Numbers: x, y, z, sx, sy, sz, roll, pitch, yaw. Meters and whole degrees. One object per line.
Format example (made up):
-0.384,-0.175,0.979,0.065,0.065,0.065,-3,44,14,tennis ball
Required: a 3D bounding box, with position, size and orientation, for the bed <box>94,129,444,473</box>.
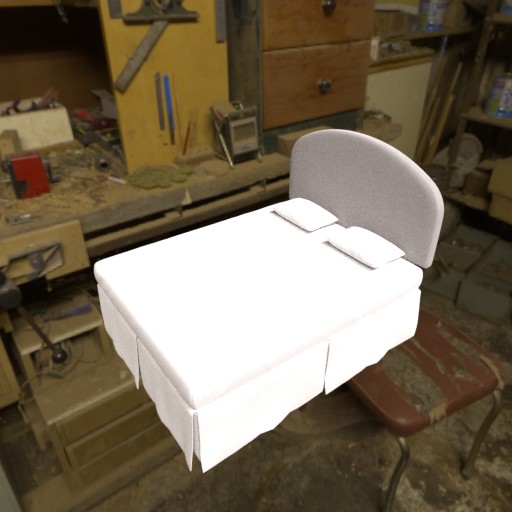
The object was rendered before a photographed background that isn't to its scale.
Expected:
0.000,0.000,3.154,2.005,1.410,1.607,-21,37,-30,bed
